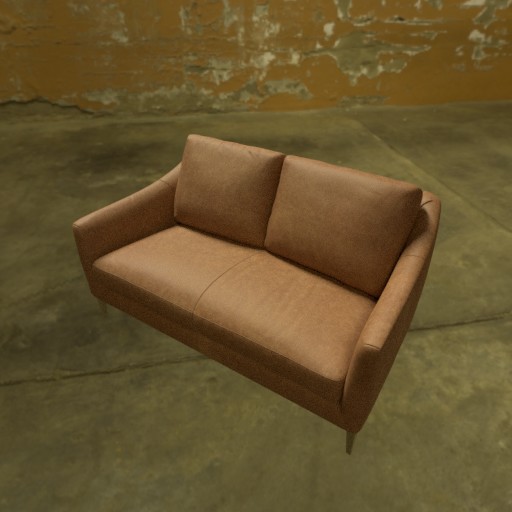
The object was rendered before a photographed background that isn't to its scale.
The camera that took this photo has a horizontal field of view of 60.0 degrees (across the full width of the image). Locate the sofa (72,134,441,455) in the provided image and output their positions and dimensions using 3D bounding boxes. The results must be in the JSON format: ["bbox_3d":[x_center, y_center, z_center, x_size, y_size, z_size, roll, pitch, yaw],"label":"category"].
[{"bbox_3d":[0.000,0.000,2.201,1.619,0.902,0.960,20,36,30],"label":"sofa"}]
